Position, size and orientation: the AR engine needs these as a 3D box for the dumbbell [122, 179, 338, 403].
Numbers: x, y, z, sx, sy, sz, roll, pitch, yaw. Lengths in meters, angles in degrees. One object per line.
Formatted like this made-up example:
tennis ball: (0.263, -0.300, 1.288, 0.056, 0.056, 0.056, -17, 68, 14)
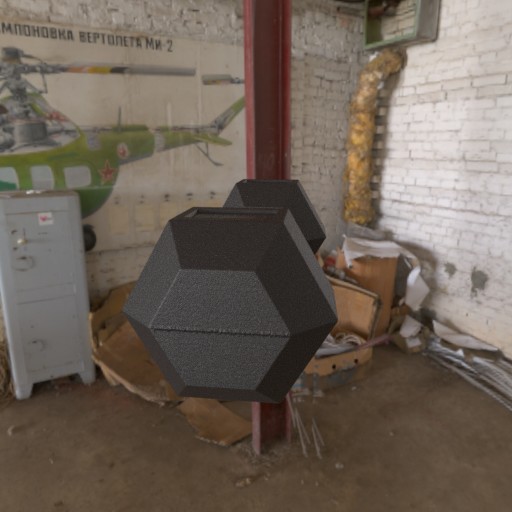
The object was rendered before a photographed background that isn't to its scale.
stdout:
dumbbell: (0.000, 0.000, 0.431, 0.141, 0.123, 0.356, 2, 15, 7)
